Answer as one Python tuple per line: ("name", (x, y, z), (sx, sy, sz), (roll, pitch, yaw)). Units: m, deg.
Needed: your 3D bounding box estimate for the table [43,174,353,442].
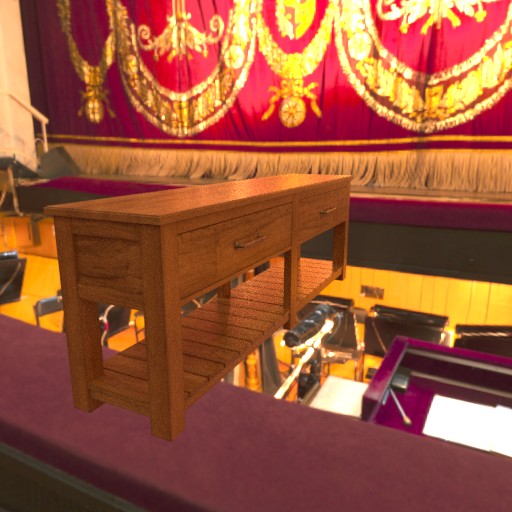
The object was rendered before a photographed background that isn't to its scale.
("table", (0.000, 0.000, 2.012), (0.425, 0.635, 1.815), (7, 15, 26))
